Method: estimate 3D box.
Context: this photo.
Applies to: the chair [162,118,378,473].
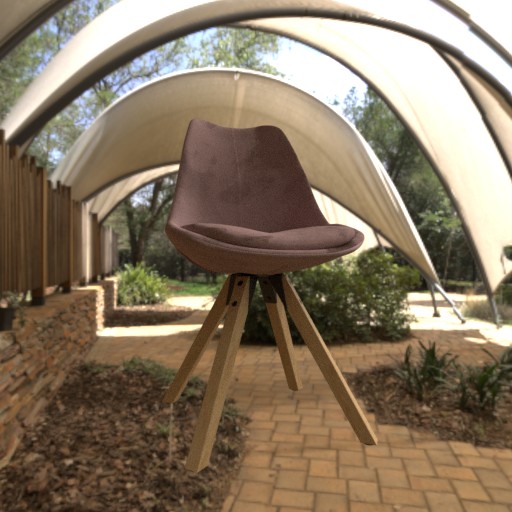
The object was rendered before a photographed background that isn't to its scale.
[{"bbox_3d":[0.000,0.000,1.174,0.485,0.850,0.550,0,0,-18],"label":"chair"}]
